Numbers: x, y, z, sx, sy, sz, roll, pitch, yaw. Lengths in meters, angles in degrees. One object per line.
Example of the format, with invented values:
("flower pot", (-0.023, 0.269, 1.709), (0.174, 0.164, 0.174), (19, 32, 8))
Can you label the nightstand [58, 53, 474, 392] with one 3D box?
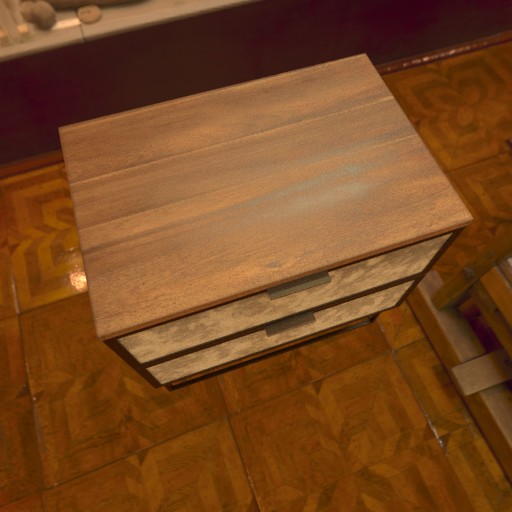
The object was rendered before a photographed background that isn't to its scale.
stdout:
("nightstand", (0.000, 0.000, 1.020), (0.605, 0.611, 0.427), (-17, 65, -8))
